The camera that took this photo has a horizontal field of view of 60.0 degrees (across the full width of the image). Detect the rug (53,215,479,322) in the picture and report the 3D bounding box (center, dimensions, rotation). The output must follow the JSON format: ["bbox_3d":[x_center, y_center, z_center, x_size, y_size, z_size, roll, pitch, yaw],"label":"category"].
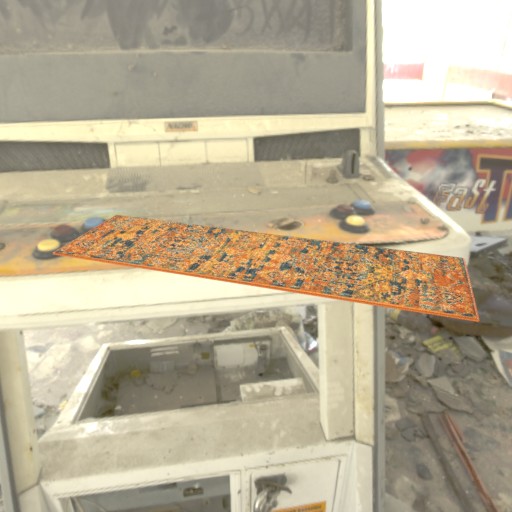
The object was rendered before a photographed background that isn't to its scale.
[{"bbox_3d":[0.000,0.000,2.538,2.274,0.016,0.651,8,27,16],"label":"rug"}]
